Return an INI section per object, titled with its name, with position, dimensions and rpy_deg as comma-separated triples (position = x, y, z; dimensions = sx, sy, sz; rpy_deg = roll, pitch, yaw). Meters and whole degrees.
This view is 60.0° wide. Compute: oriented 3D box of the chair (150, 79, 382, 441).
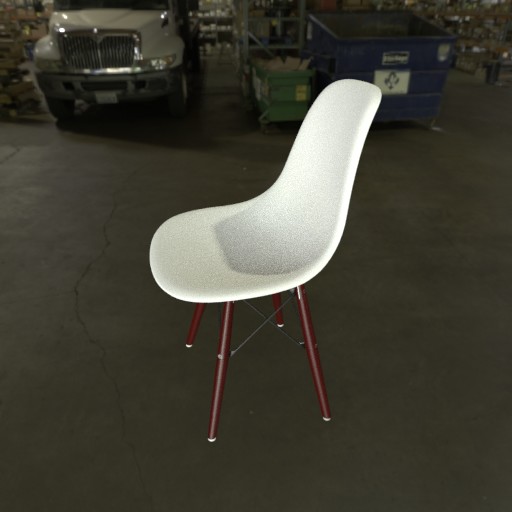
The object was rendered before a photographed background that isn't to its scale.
[chair]
position = 0.000, 0.000, 1.150
dimensions = 0.533, 0.826, 0.470
rpy_deg = -8, 30, -15
